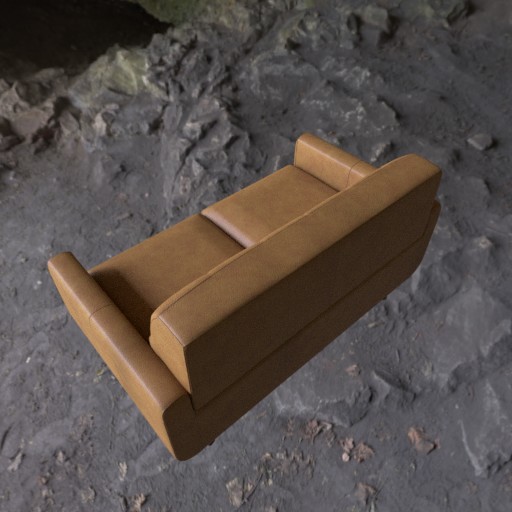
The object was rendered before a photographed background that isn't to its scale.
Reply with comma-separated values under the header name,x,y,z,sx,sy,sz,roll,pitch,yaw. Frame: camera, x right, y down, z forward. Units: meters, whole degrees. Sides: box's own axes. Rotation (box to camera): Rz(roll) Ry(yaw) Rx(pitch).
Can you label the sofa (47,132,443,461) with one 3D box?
name,x,y,z,sx,sy,sz,roll,pitch,yaw
sofa,0.000,0.000,2.181,1.651,0.925,0.952,-32,54,-27
